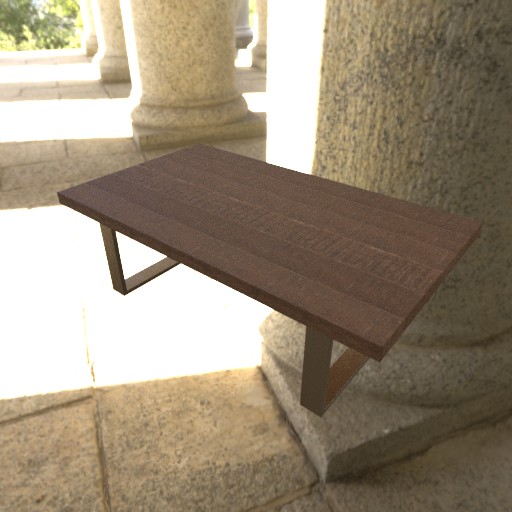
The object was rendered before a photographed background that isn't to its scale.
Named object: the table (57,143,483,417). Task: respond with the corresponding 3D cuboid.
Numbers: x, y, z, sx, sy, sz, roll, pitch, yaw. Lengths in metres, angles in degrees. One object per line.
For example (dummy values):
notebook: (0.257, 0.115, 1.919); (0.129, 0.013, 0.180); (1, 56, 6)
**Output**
table: (0.000, 0.000, 1.776); (1.400, 0.440, 0.800); (23, 39, 32)
